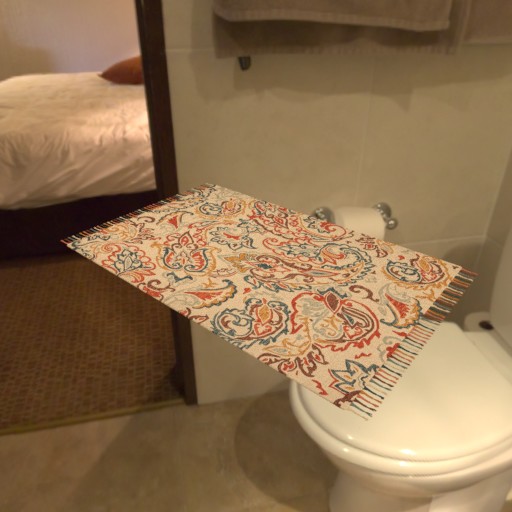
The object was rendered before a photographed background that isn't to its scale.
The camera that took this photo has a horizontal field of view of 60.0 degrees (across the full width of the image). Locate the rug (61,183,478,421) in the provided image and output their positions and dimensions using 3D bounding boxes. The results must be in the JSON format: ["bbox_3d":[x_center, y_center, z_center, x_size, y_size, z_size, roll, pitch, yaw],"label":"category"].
[{"bbox_3d":[0.000,0.000,2.447,1.997,0.010,1.218,23,38,34],"label":"rug"}]
